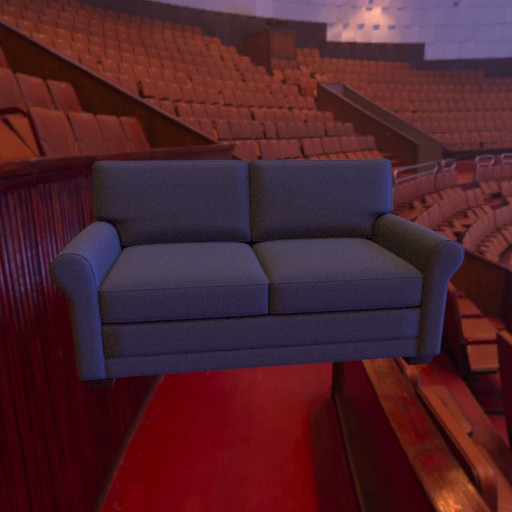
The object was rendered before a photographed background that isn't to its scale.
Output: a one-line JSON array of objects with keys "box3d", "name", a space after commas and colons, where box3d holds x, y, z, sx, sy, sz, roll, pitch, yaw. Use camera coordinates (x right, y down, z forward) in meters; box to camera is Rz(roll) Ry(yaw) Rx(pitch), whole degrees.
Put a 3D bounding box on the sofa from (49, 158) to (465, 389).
[{"box3d": [0.000, 0.000, 2.478, 1.930, 1.020, 0.940, -2, 16, -8], "name": "sofa"}]
